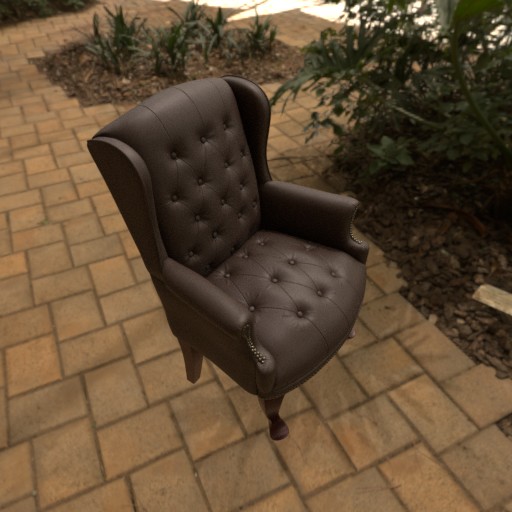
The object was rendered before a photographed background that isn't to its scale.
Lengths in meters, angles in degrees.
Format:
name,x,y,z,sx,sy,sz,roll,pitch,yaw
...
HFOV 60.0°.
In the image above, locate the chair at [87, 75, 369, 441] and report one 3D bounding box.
name,x,y,z,sx,sy,sz,roll,pitch,yaw
chair,0.000,0.000,1.684,0.819,1.132,0.829,24,46,26
